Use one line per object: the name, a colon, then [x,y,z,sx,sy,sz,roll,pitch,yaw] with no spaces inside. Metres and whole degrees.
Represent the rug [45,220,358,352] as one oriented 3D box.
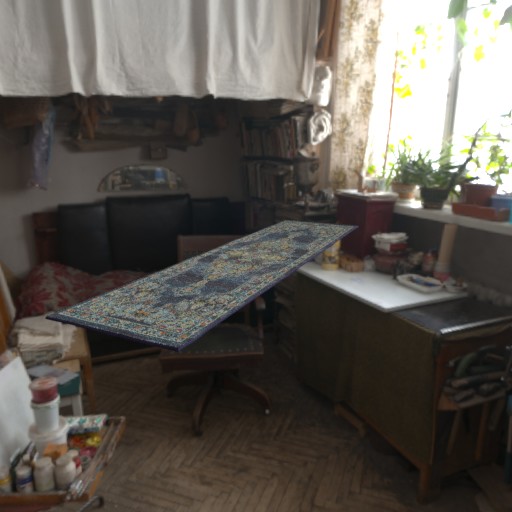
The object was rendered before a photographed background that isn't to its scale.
rug: [0.000,0.000,2.484,0.602,0.016,2.283,7,16,25]
